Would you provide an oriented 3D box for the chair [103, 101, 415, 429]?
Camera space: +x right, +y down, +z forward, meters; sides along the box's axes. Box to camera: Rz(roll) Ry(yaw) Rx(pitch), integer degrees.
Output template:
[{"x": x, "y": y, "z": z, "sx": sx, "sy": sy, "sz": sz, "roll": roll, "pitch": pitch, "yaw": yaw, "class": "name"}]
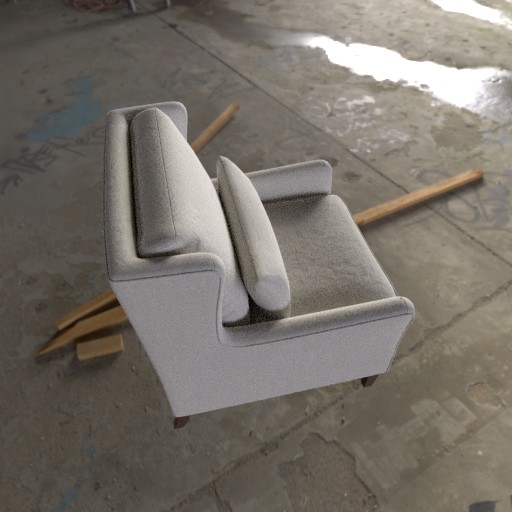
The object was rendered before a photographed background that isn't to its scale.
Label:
[{"x": 0.000, "y": 0.000, "z": 1.898, "sx": 1.040, "sy": 1.056, "sz": 0.982, "roll": -9, "pitch": 47, "yaw": -9, "class": "chair"}]
